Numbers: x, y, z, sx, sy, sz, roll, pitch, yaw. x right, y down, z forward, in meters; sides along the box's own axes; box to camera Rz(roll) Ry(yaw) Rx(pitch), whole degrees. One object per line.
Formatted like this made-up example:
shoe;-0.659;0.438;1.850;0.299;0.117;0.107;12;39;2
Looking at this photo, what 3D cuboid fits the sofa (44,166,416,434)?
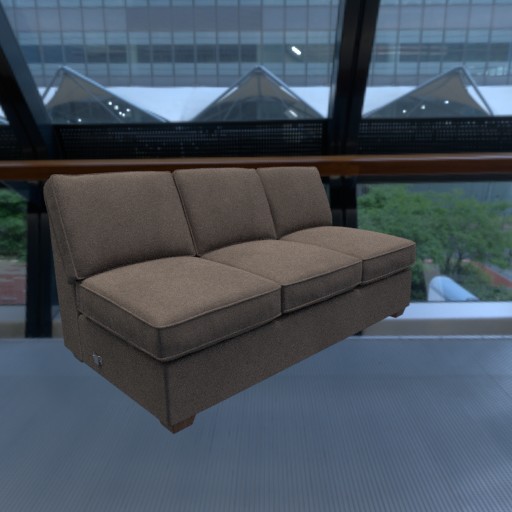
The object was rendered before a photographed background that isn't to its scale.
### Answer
sofa;0.000;0.000;2.540;1.962;0.973;1.027;-13;19;-42
